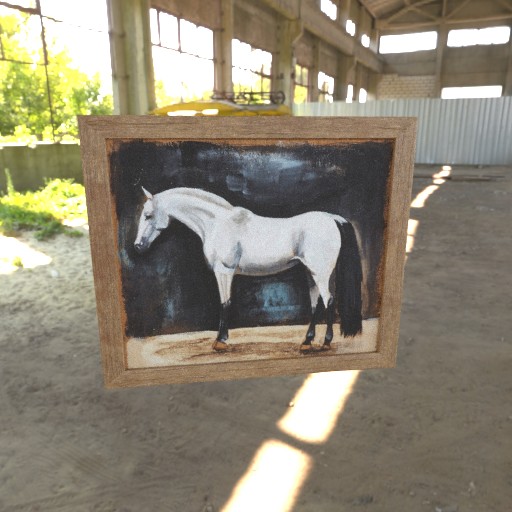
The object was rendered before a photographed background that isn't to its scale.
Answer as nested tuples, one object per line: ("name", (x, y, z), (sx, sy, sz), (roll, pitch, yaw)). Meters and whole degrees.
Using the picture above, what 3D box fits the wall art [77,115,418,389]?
("wall art", (0.000, 0.000, 0.976), (0.690, 0.588, 0.026), (-2, 15, -8))
